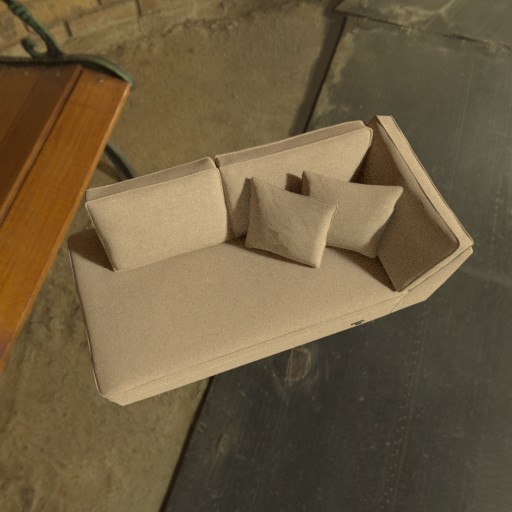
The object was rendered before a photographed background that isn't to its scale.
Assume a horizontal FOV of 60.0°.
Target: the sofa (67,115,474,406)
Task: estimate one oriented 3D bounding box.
[{"bbox_3d":[0.000,0.000,2.794,2.237,1.033,1.110,-17,65,-8],"label":"sofa"}]
